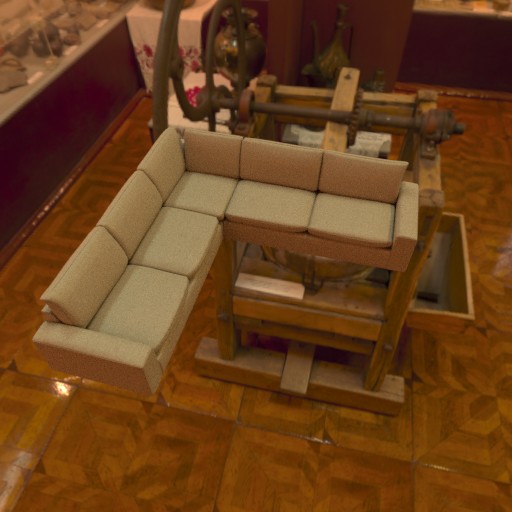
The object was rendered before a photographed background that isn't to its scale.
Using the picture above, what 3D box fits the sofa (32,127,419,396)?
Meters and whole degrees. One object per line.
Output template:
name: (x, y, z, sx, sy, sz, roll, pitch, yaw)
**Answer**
sofa: (0.000, 0.000, 3.946, 2.742, 0.800, 2.622, 11, 49, 10)
